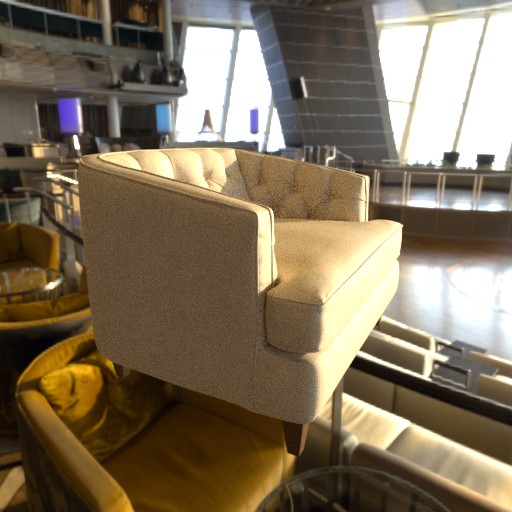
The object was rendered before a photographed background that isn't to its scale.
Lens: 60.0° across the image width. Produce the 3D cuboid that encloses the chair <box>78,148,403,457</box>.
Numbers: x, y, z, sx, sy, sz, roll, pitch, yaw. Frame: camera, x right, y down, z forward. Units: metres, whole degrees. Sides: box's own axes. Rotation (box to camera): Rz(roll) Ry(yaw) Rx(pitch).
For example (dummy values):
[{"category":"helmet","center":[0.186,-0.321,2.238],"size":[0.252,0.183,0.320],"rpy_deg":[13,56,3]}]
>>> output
[{"category":"chair","center":[0.000,0.000,1.692],"size":[0.914,0.787,1.118],"rpy_deg":[8,17,26]}]
